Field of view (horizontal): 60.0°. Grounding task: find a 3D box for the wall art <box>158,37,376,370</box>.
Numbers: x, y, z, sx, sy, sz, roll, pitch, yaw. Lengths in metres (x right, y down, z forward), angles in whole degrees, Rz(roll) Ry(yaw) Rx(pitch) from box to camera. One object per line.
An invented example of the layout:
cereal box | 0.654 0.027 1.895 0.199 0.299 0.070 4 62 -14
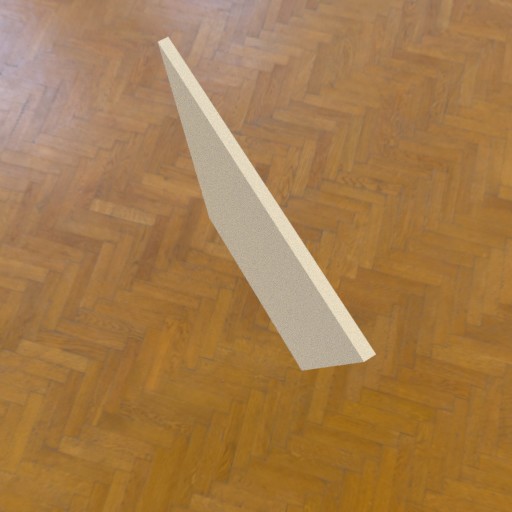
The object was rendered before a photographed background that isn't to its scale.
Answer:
wall art | 0.000 0.000 0.680 0.013 0.533 0.381 -30 77 -8
